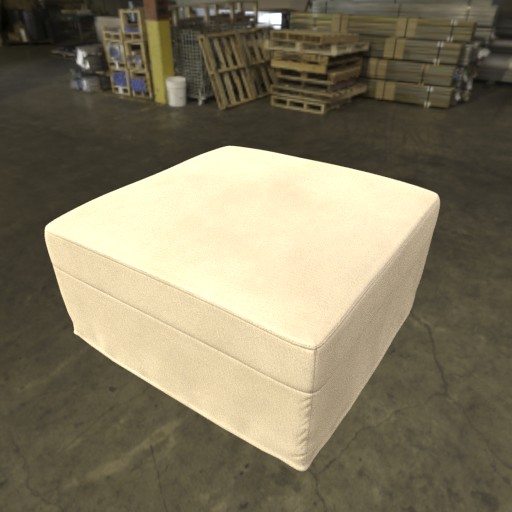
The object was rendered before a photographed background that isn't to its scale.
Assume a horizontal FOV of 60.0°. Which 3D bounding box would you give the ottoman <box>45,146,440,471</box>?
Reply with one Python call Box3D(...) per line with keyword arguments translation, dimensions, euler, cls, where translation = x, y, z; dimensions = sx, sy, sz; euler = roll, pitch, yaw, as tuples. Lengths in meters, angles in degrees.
Box3D(translation=(0.000, 0.000, 1.338), dimensions=(0.843, 0.441, 0.842), euler=(20, 37, 29), cls="ottoman")
